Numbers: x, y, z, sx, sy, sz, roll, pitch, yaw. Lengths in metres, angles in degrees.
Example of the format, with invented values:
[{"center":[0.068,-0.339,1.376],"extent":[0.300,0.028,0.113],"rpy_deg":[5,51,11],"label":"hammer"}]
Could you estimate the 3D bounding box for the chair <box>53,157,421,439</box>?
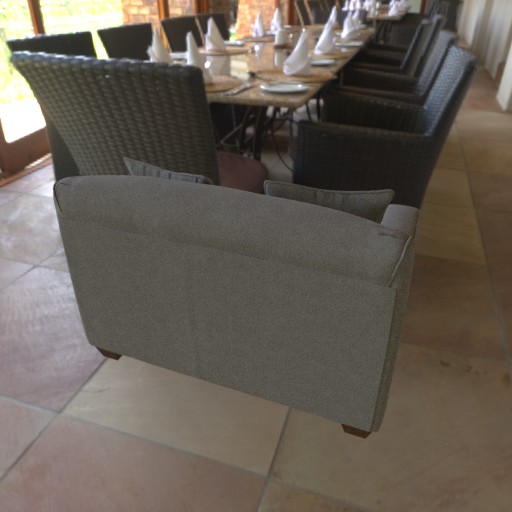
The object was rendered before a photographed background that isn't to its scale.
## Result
[{"center":[0.000,0.000,2.090],"extent":[1.395,0.953,0.992],"rpy_deg":[11,33,18],"label":"chair"}]
